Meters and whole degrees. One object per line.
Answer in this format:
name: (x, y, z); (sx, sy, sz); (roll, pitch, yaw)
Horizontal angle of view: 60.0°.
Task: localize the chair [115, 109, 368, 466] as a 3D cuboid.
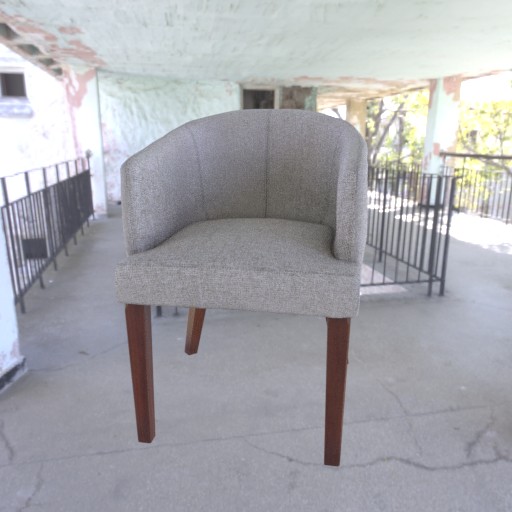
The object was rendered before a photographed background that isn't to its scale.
chair: (0.000, 0.000, 1.222); (0.583, 0.811, 0.655); (2, 15, 9)
